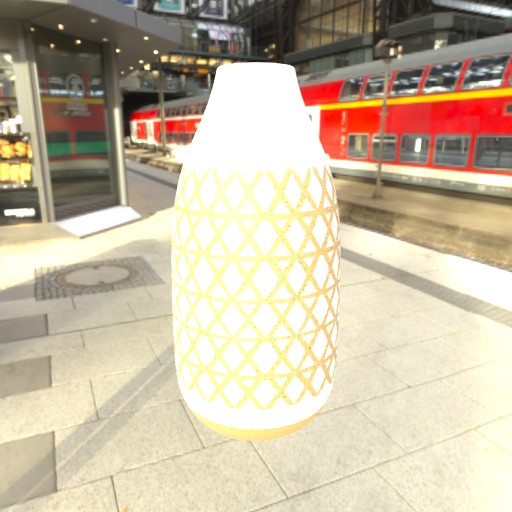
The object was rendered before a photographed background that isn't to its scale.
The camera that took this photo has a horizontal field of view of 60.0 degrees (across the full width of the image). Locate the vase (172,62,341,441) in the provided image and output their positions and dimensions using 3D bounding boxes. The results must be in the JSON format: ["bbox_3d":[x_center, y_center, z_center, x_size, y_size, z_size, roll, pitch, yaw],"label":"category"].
[{"bbox_3d":[0.000,0.000,0.483,0.186,0.380,0.186,0,16,0],"label":"vase"}]
